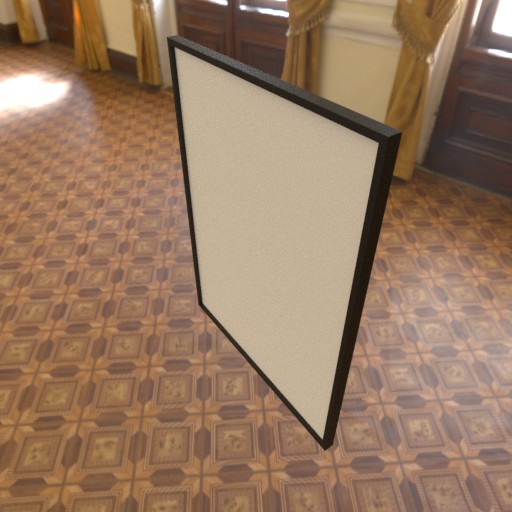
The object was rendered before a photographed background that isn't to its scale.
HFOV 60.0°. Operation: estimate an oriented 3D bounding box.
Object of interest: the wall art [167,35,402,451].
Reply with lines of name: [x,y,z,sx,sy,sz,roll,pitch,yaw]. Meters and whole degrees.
wall art: [0.000,0.000,1.338,0.036,1.070,0.802,-25,46,-27]
